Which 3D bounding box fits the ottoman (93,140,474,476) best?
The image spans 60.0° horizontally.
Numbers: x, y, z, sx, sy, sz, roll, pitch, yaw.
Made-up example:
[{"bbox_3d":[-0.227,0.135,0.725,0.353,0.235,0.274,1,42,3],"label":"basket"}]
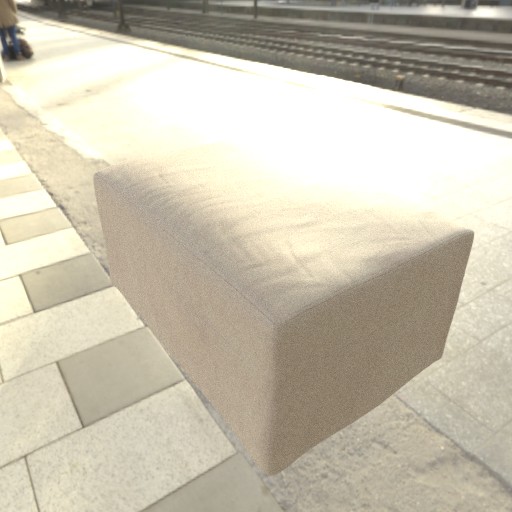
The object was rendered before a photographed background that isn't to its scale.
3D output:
[{"bbox_3d":[0.000,0.000,1.195,0.590,0.444,0.872,-21,37,-31],"label":"ottoman"}]
